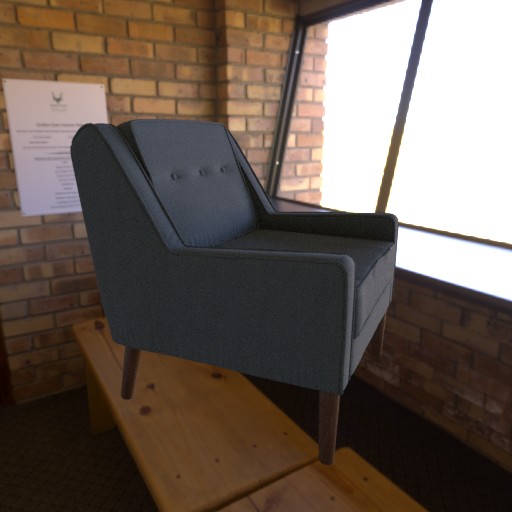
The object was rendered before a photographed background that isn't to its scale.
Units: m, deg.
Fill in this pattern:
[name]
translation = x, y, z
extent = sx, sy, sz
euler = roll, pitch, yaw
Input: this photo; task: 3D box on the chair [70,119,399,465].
[chair]
translation = 0.000, 0.000, 1.313
extent = 0.733, 0.780, 0.663
euler = 7, 17, 25
